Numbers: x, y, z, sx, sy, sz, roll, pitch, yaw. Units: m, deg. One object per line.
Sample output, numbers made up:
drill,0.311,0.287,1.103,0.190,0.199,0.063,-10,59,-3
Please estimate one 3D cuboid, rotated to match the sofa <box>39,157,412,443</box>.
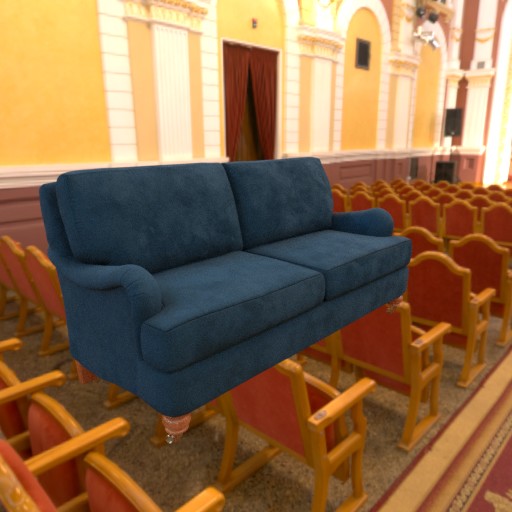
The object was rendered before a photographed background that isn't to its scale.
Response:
sofa,0.000,0.000,2.683,1.084,1.101,2.141,14,20,41
